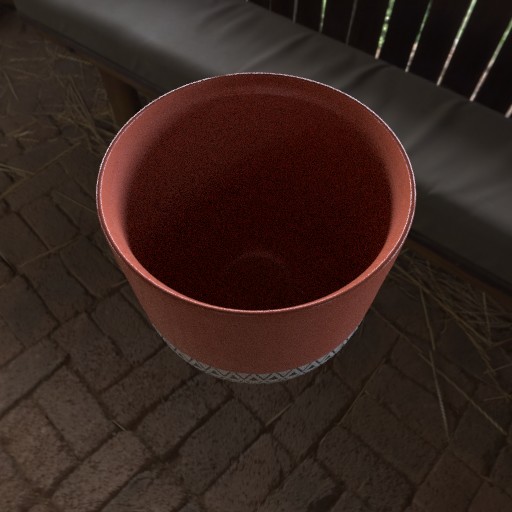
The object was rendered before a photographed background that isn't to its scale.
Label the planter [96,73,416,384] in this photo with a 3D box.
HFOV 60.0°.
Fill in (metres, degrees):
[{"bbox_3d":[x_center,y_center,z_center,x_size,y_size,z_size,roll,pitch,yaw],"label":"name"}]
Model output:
[{"bbox_3d":[0.000,0.000,0.487,0.266,0.270,0.266,0,58,0],"label":"planter"}]
